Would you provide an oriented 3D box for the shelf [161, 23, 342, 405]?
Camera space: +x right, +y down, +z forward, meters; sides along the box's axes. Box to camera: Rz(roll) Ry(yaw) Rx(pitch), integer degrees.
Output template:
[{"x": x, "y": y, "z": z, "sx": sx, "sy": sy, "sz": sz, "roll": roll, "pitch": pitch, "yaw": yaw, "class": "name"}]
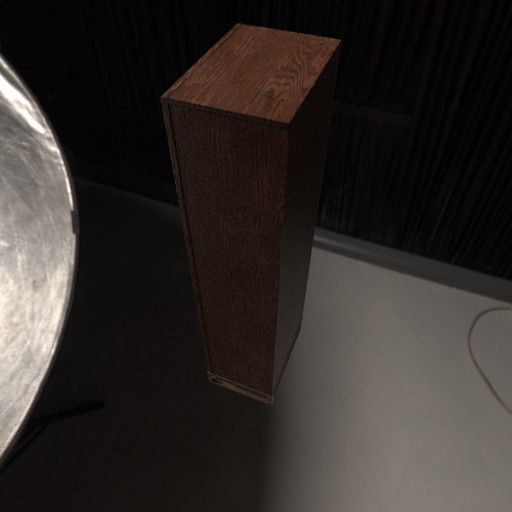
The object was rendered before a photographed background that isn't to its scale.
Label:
[{"x": 0.000, "y": 0.000, "z": 1.978, "sx": 0.395, "sy": 1.732, "sz": 0.539, "roll": 16, "pitch": 51, "yaw": 14, "class": "shelf"}]
